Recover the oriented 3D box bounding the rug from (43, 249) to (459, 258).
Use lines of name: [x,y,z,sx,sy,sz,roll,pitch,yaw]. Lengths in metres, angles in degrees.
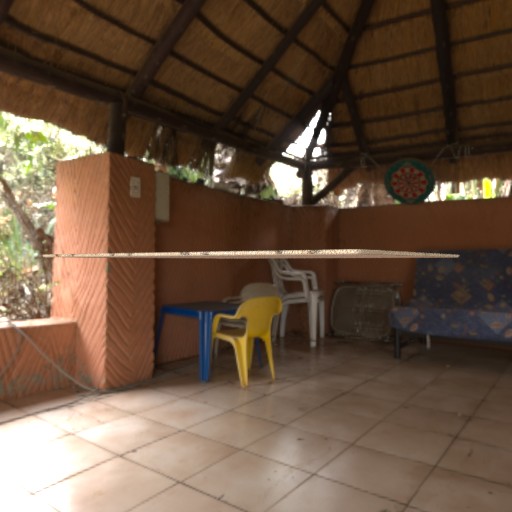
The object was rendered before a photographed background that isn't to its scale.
rug: [0.000,0.000,4.056,3.000,0.026,2.399,0,-1,35]
